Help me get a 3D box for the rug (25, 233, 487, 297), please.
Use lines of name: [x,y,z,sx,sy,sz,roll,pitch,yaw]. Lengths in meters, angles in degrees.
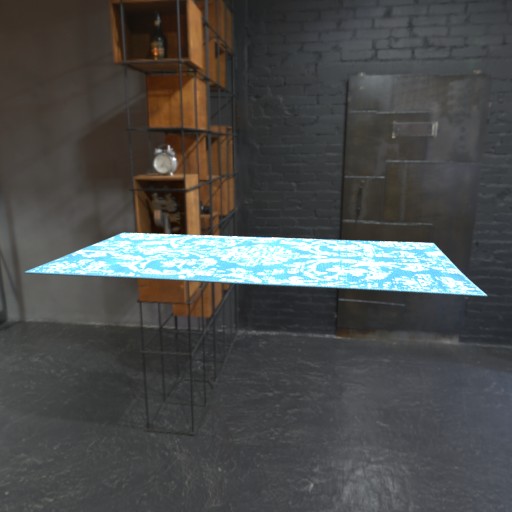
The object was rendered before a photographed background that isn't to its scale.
rug: [0.000,0.000,1.436,1.219,0.007,0.604,2,14,9]
